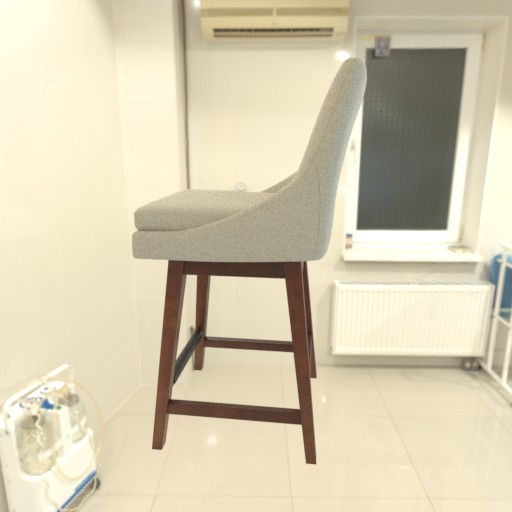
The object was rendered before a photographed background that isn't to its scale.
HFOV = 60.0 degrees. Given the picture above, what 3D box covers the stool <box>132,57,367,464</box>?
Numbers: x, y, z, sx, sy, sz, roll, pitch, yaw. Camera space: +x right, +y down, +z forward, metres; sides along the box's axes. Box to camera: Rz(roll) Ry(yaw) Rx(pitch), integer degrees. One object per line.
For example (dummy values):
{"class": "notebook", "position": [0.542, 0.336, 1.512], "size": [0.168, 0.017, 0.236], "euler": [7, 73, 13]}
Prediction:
{"class": "stool", "position": [0.000, 0.000, 1.280], "size": [0.559, 0.991, 0.469], "euler": [2, 15, 7]}
